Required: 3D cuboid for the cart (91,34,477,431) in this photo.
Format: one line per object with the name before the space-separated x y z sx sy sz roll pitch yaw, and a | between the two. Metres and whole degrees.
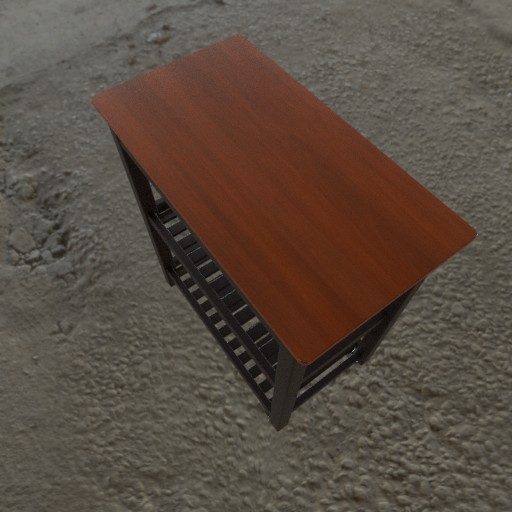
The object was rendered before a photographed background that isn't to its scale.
cart | 0.000 0.000 1.402 0.457 0.927 0.899 -32 64 -18
